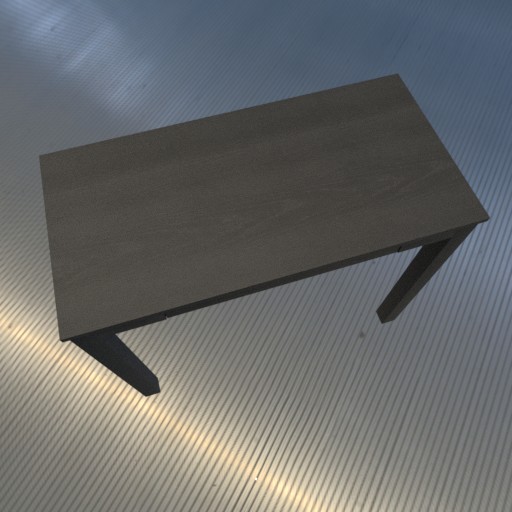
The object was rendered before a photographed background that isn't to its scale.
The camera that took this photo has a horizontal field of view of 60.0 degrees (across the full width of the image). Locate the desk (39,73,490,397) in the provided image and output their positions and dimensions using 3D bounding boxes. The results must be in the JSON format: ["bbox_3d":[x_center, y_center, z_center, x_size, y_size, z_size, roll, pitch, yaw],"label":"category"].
[{"bbox_3d":[0.000,0.000,1.415,0.991,0.762,0.499,-15,64,-8],"label":"desk"}]
